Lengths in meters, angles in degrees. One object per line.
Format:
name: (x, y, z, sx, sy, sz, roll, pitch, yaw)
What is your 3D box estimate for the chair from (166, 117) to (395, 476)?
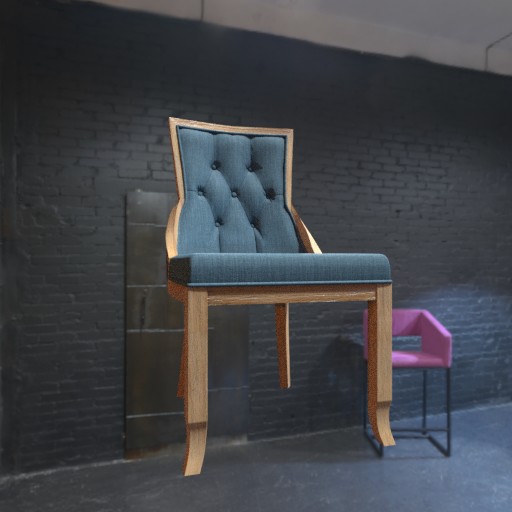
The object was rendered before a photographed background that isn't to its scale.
chair: (0.000, 0.000, 1.329, 0.524, 0.947, 0.641, 0, 0, -18)
